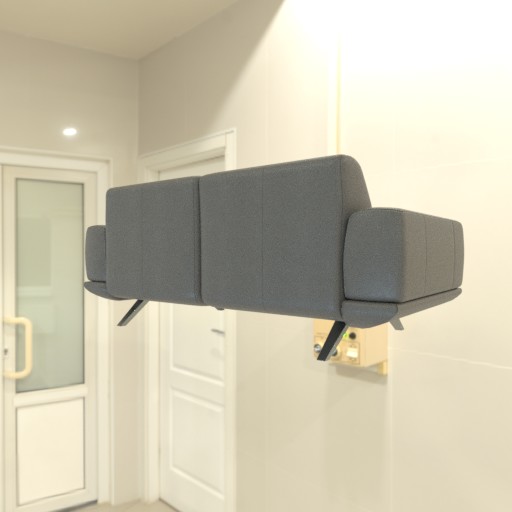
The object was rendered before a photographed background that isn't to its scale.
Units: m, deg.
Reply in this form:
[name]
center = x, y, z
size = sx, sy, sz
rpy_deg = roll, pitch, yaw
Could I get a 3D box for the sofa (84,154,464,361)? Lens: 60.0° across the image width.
[sofa]
center = 0.000, 0.000, 2.381
size = 1.901, 0.772, 0.900
rpy_deg = 0, 1, 38
